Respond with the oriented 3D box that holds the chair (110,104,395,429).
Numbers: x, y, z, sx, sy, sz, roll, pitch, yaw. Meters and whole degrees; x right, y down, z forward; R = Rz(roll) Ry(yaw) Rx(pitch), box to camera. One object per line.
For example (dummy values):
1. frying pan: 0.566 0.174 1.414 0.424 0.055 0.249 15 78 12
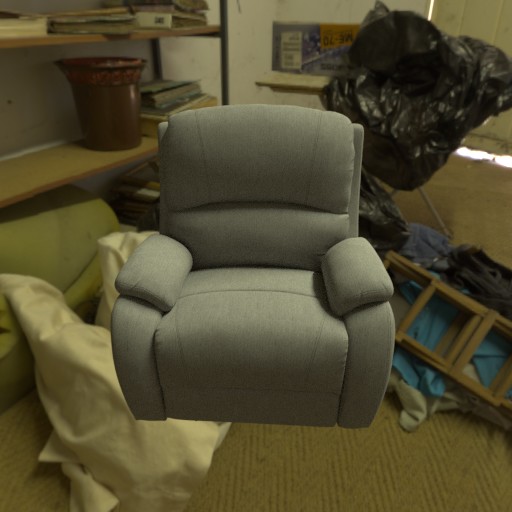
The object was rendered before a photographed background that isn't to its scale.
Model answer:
1. chair: 0.000 0.000 1.716 0.930 1.011 0.899 1 30 2
